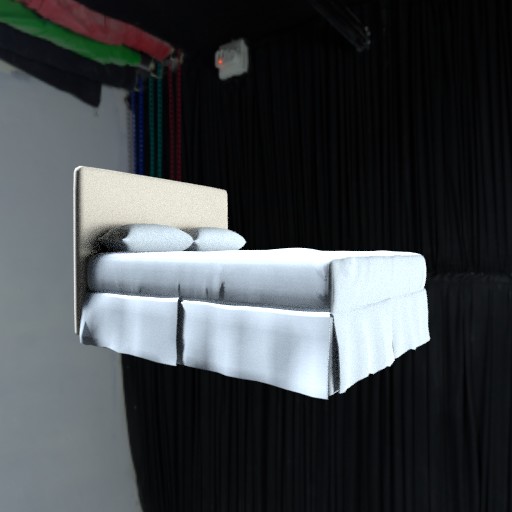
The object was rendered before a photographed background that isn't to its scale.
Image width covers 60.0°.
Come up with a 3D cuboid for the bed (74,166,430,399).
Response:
[{"bbox_3d":[0.000,0.000,3.320,2.142,1.330,1.748,1,1,36],"label":"bed"}]
